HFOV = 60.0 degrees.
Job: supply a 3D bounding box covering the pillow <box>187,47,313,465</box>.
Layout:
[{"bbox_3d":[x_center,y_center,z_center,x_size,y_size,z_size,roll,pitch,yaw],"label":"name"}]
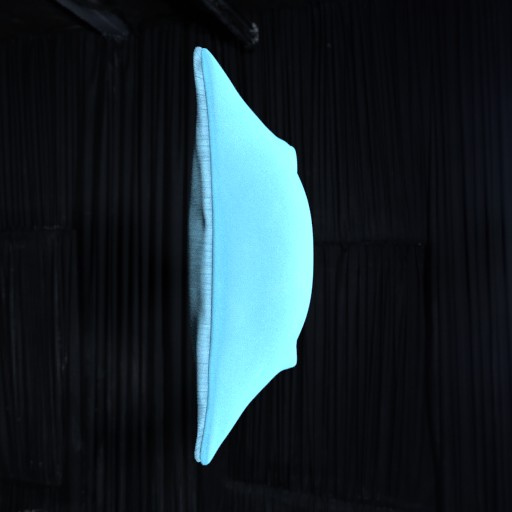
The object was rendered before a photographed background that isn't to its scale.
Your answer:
[{"bbox_3d":[0.000,0.000,0.640,0.151,0.415,0.433,0,0,17],"label":"pillow"}]
